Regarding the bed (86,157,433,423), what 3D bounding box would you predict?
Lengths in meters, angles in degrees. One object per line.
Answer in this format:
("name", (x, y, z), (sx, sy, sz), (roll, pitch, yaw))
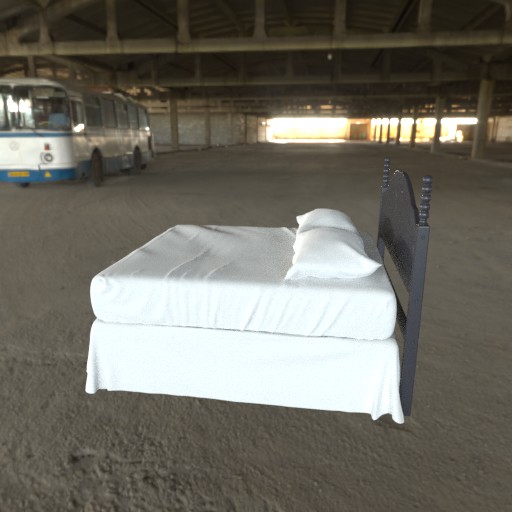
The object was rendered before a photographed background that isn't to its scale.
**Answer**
("bed", (0.000, 0.000, 3.265), (2.040, 1.356, 1.873), (2, 16, 9))
